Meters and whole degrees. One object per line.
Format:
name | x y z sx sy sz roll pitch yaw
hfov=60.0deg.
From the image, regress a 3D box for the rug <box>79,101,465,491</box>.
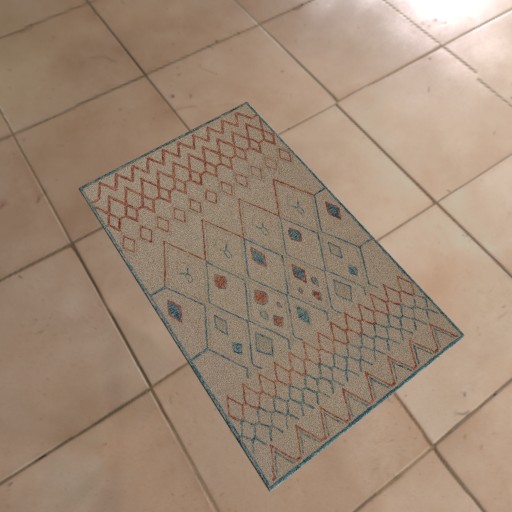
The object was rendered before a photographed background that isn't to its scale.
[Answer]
rug | 0.000 0.000 3.050 1.524 0.015 2.438 -32 68 -15
